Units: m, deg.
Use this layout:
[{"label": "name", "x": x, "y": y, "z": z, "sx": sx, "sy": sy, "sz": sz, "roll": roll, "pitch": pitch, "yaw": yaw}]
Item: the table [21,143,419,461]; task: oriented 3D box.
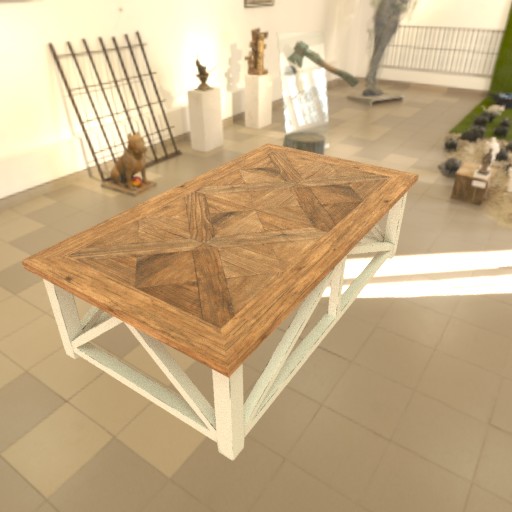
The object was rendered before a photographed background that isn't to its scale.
[{"label": "table", "x": 0.000, "y": 0.000, "z": 1.775, "sx": 0.800, "sy": 0.410, "sz": 1.400, "roll": 20, "pitch": 37, "yaw": 28}]
